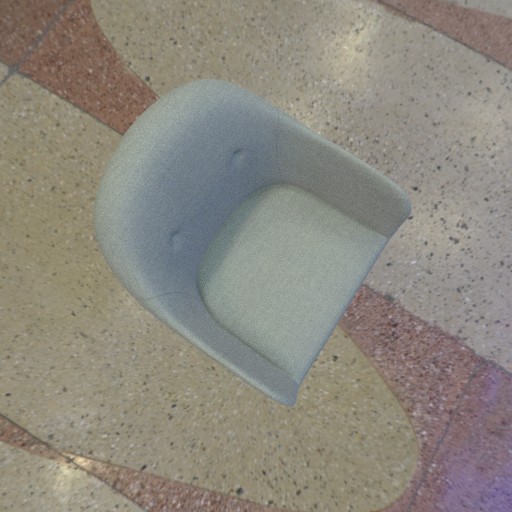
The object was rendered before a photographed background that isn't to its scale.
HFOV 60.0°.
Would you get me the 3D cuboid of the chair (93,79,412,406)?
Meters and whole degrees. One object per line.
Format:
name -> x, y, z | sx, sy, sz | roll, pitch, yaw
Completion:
chair -> 0.000, 0.000, 1.152 | 0.570, 0.780, 0.540 | 33, 78, 8
